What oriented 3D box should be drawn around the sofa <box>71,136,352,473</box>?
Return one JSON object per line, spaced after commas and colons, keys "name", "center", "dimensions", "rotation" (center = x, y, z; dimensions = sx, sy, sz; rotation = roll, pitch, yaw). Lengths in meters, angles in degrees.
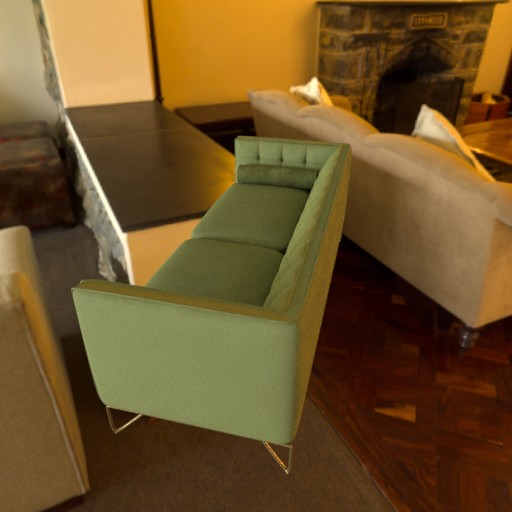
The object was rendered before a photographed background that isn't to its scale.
{"name": "sofa", "center": [0.000, 0.000, 2.538], "dimensions": [0.867, 0.789, 2.087], "rotation": [8, 31, 13]}
